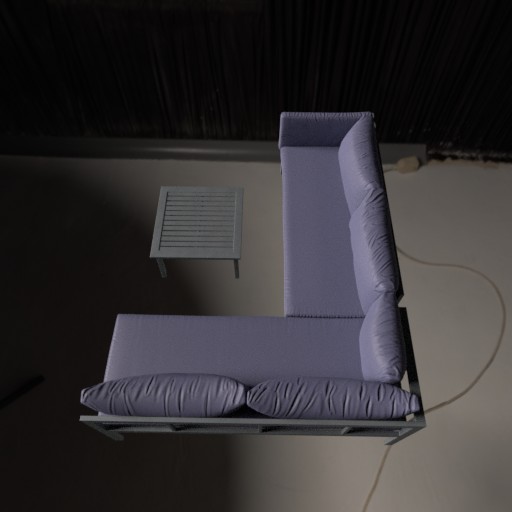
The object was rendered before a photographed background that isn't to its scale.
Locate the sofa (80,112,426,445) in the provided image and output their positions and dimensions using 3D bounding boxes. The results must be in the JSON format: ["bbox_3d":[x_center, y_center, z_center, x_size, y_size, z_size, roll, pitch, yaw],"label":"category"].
[{"bbox_3d":[0.000,0.000,2.872,1.658,0.762,2.149,1,59,0],"label":"sofa"}]
